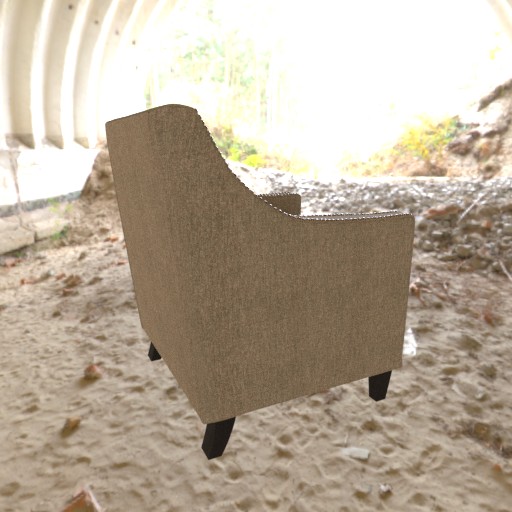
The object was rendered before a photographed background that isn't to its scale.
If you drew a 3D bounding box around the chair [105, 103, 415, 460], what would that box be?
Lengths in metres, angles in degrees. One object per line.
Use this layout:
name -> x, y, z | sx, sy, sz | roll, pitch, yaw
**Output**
chair -> 0.000, 0.000, 1.610 | 0.884, 0.967, 0.776 | -7, 16, -26
